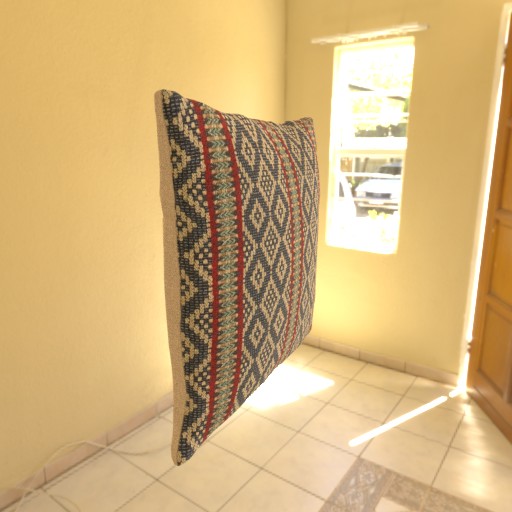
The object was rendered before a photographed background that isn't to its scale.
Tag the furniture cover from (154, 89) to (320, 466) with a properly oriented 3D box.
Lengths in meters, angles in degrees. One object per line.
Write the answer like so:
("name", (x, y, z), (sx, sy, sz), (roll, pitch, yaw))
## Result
("furniture cover", (0.000, 0.000, 0.671), (0.139, 0.431, 0.431), (7, 15, 26))
